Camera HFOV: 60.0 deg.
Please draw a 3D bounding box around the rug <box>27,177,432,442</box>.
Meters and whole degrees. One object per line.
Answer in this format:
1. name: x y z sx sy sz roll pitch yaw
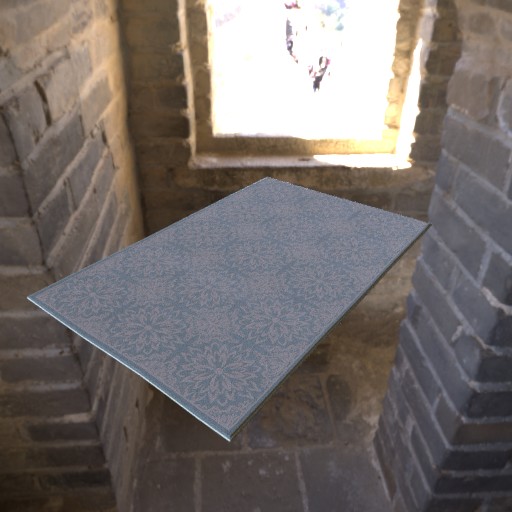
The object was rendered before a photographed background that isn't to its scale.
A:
1. rug: 0.000 0.000 3.461 1.819 0.018 2.746 22 38 31
